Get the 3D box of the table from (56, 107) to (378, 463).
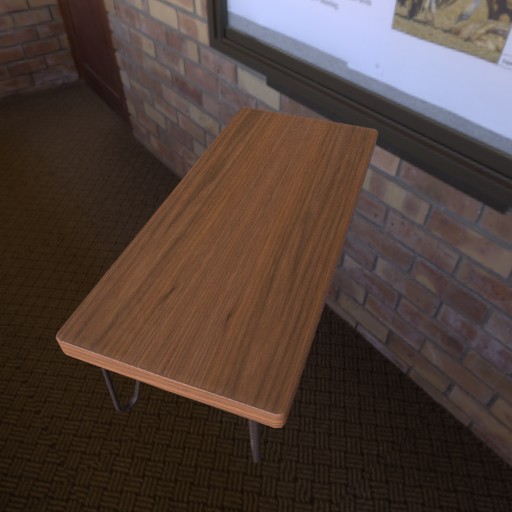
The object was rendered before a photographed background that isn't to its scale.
[{"bbox_3d":[0.000,0.000,1.699,0.637,0.468,1.375,14,47,14],"label":"table"}]
